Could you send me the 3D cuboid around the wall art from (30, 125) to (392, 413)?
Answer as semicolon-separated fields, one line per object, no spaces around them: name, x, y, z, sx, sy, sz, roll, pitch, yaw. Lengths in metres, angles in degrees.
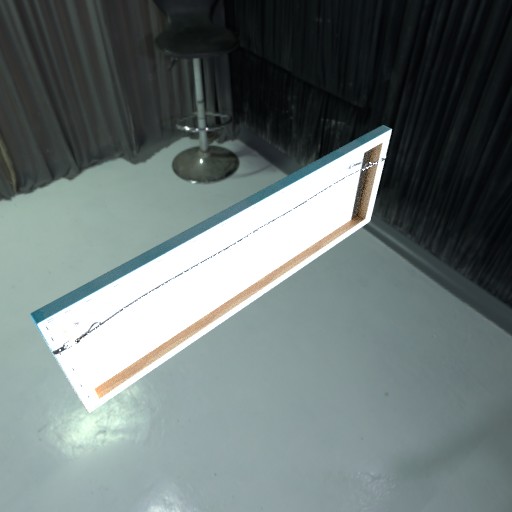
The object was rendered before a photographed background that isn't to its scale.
wall art;0.000;0.000;0.840;0.759;0.254;0.044;-32;53;-28
